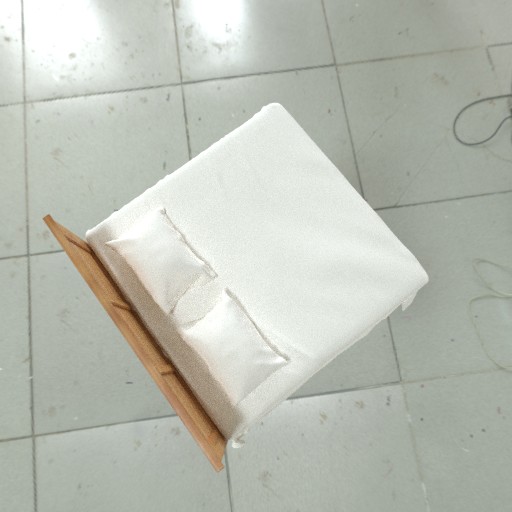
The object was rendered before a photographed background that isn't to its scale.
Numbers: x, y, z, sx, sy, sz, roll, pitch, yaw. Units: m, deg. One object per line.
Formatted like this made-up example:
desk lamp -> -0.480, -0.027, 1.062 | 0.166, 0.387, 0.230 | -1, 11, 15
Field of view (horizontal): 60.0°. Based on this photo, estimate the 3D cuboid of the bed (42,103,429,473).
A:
bed -> 0.000, 0.000, 3.586 | 2.215, 1.270, 2.317 | -37, 80, -8
